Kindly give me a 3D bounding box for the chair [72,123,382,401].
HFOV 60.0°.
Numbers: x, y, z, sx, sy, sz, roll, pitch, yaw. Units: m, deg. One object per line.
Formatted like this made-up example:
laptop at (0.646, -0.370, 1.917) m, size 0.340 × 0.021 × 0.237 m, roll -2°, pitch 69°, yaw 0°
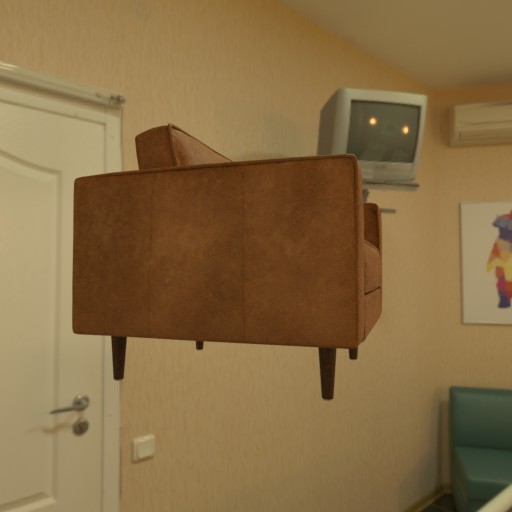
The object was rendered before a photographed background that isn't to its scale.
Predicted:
chair at (0.000, 0.000, 1.513) m, size 0.798 × 0.767 × 0.928 m, roll -1°, pitch -2°, yaw 19°
